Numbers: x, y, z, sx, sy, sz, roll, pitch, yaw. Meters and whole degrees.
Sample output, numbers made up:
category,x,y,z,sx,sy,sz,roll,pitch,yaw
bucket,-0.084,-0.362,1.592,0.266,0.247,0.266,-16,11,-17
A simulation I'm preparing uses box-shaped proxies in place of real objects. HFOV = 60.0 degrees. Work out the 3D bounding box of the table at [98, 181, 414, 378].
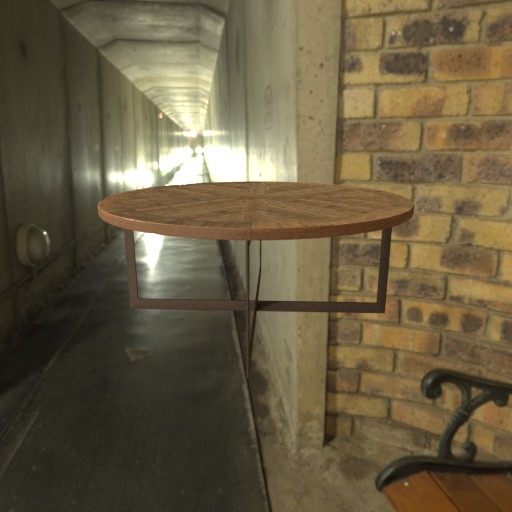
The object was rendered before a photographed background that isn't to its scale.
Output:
category,x,y,z,sx,sy,sz,roll,pitch,yaw
table,0.000,0.000,1.939,1.264,0.516,1.264,0,16,0
